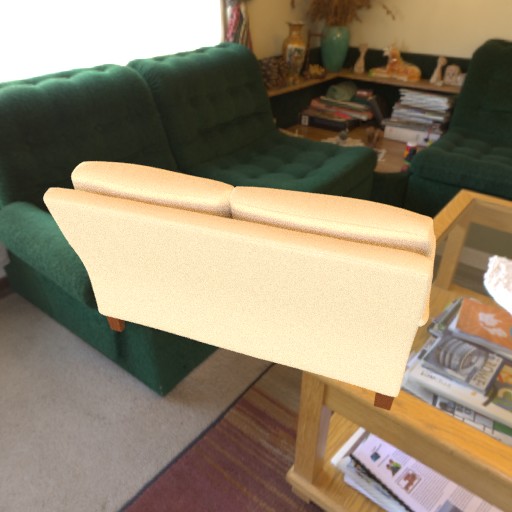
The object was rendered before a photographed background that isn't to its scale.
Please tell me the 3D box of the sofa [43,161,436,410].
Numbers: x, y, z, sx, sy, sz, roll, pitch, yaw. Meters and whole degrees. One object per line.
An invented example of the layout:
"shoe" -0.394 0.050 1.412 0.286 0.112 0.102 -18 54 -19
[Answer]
"sofa" 0.000 0.000 2.502 1.853 1.101 1.084 12 35 18
